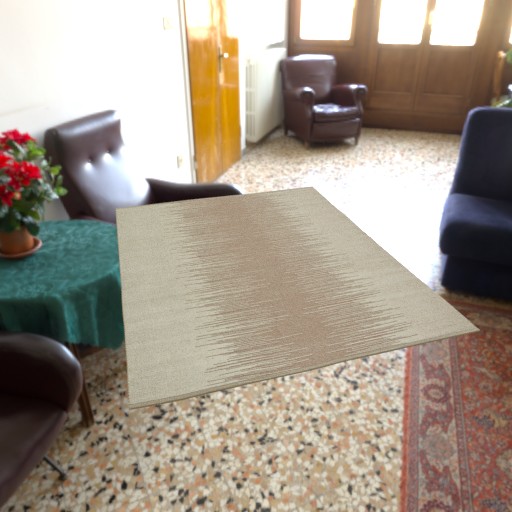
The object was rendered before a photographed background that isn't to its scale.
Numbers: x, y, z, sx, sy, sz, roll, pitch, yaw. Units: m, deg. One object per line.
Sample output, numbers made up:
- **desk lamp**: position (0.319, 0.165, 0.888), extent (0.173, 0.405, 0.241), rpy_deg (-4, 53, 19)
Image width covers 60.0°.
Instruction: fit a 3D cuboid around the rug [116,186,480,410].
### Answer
- **rug**: position (0.000, 0.000, 4.114), extent (2.438, 0.013, 3.048), rpy_deg (-8, 31, -15)
